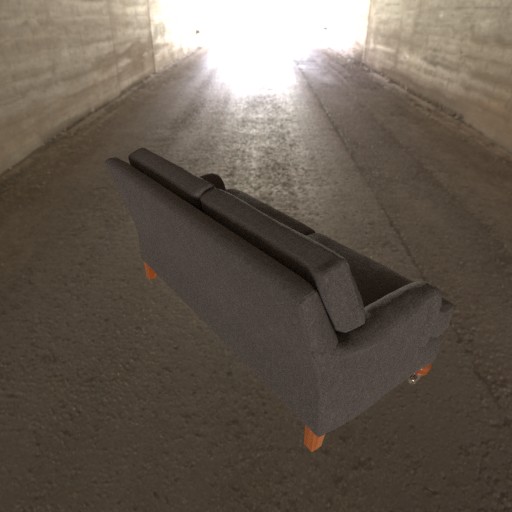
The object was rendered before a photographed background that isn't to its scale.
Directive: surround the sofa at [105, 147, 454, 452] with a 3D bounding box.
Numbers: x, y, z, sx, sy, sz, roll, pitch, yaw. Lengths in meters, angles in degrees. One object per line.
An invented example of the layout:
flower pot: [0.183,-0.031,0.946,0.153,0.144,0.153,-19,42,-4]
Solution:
sofa: [0.000,0.000,2.784,1.087,1.054,2.160,-19,34,-30]
